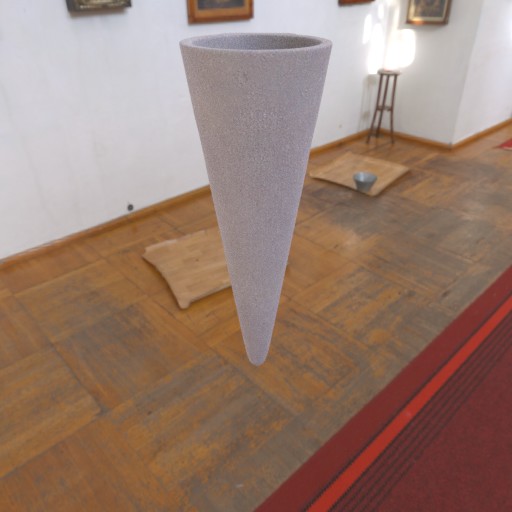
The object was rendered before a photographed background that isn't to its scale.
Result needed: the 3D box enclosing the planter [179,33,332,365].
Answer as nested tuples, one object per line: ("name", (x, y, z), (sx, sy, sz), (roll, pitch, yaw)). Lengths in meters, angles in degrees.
("planter", (0.000, 0.000, 0.295), (0.078, 0.259, 0.087), (1, 31, 2))
